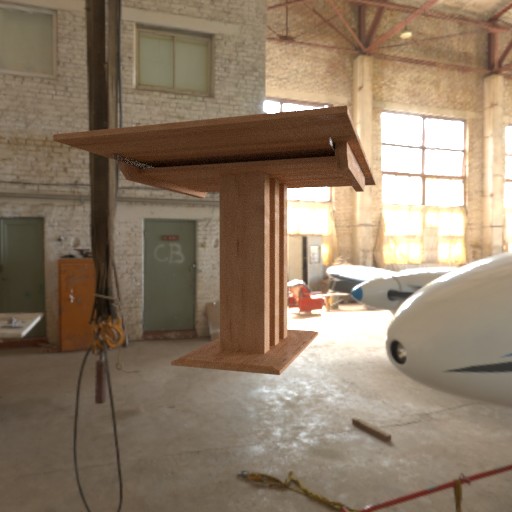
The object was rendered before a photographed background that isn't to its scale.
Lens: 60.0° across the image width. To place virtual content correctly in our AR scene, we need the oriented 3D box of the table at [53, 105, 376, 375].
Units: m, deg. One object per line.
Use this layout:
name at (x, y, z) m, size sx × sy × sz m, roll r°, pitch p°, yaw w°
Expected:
table at (0.000, 0.000, 1.857) m, size 0.900 × 0.770 × 1.300 m, roll 0°, pitch 1°, yaw 18°
